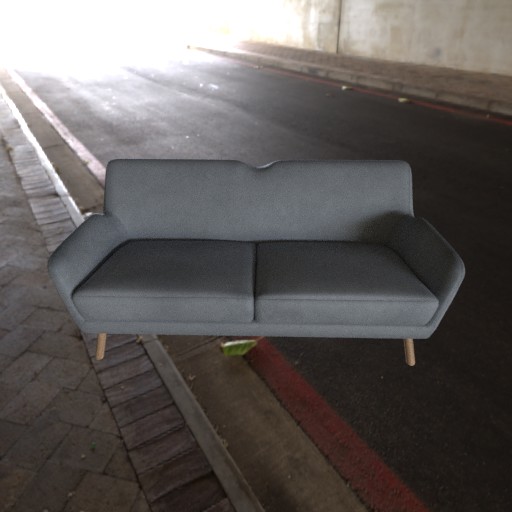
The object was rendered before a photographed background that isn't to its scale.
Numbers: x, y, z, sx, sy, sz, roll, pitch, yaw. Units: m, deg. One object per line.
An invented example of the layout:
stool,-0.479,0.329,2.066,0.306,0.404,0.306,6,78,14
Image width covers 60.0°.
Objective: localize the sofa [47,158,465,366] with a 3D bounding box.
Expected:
sofa,0.000,0.000,2.341,1.870,0.810,0.850,1,30,1
